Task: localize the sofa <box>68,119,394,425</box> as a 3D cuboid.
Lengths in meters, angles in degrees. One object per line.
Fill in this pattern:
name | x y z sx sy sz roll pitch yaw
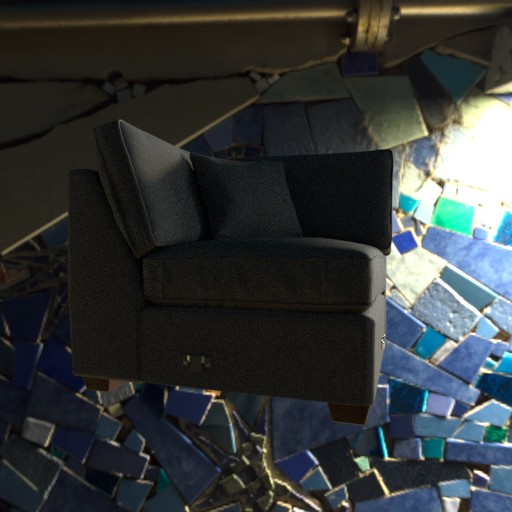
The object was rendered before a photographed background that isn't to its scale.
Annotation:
sofa | 0.000 0.000 1.948 1.146 1.002 1.084 0 1 18
